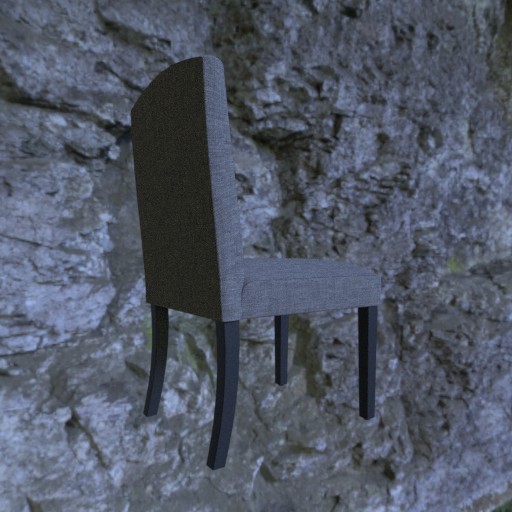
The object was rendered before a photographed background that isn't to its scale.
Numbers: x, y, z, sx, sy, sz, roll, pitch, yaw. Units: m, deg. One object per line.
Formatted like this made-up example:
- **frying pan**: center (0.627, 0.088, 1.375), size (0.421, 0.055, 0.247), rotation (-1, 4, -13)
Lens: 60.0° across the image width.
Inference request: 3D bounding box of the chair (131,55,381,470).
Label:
- **chair**: center (0.000, 0.000, 1.263), size (0.580, 0.917, 0.451), rotation (0, 1, -35)
